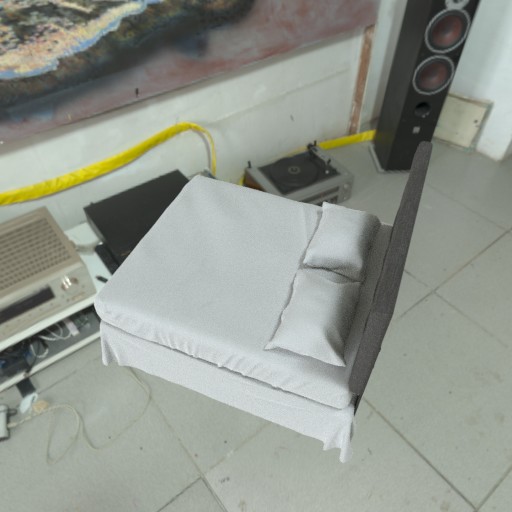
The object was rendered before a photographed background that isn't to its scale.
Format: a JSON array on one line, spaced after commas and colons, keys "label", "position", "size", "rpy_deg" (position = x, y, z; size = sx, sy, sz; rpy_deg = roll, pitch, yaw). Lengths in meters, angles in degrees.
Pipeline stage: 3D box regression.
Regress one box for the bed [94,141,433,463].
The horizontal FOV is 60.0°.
[{"label": "bed", "position": [0.000, 0.000, 3.451], "size": [2.222, 1.577, 1.936], "rpy_deg": [17, 49, 15]}]
